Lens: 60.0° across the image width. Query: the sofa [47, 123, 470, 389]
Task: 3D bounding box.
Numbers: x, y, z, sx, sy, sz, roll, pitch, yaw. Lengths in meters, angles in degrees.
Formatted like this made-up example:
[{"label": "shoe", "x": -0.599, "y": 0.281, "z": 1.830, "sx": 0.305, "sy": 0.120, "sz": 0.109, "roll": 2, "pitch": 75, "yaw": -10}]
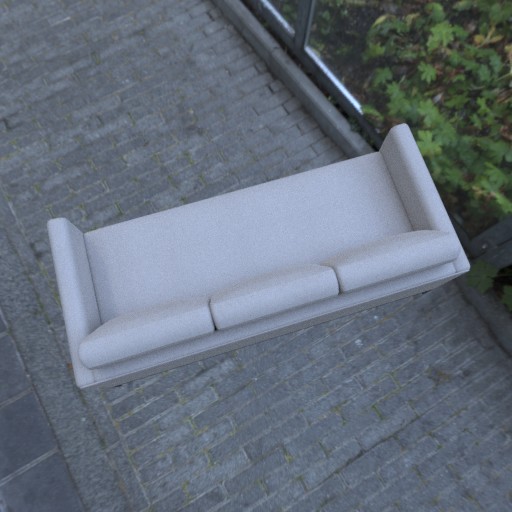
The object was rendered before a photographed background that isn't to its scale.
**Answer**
[{"label": "sofa", "x": 0.000, "y": 0.000, "z": 2.689, "sx": 2.210, "sy": 0.838, "sz": 0.959, "roll": -16, "pitch": 75, "yaw": -4}]
